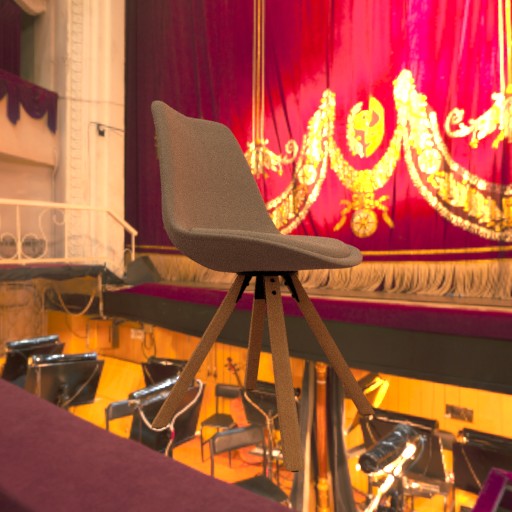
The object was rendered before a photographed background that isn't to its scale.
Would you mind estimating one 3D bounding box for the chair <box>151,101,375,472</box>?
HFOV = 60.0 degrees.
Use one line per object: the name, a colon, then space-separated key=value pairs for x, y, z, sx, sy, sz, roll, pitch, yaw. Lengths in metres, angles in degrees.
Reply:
chair: x=0.000 y=0.000 z=1.186 sx=0.549 sy=0.863 sz=0.474 roll=0 pitch=0 yaw=36
